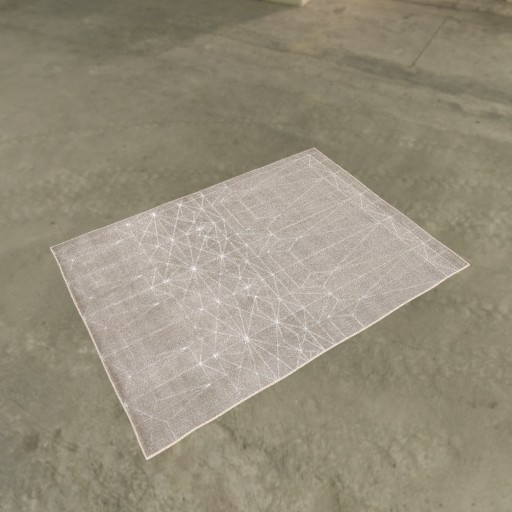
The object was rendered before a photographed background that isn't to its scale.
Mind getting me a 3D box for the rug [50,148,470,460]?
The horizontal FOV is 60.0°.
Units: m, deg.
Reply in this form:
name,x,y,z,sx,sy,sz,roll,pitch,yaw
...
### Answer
name,x,y,z,sx,sy,sz,roll,pitch,yaw
rug,0.000,0.000,4.359,3.357,0.019,2.449,-25,51,-22
